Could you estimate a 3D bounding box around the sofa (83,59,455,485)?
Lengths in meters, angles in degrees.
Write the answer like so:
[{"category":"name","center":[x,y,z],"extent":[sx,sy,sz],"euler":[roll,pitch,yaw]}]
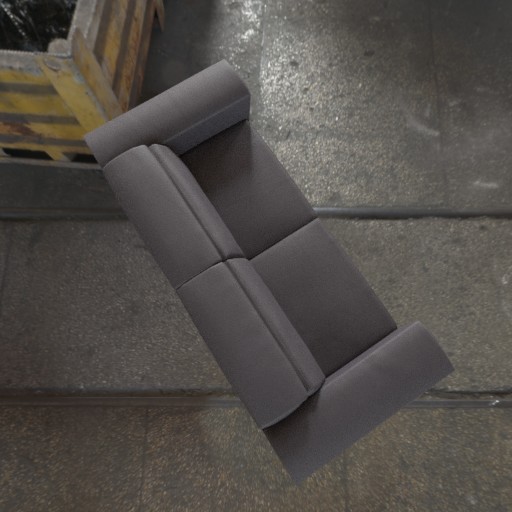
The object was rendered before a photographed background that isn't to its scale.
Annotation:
[{"category":"sofa","center":[0.000,0.000,2.745],"extent":[1.048,0.814,2.330],"euler":[-32,77,-8]}]
